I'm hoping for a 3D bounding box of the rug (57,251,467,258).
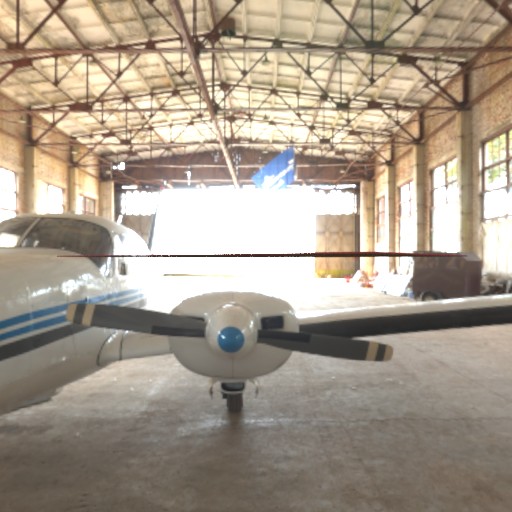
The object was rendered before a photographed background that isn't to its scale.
[{"bbox_3d":[0.000,0.000,2.348,1.814,0.008,1.209,0,-1,37],"label":"rug"}]
